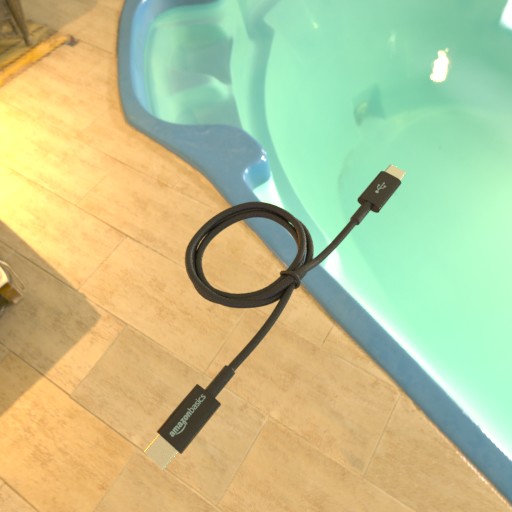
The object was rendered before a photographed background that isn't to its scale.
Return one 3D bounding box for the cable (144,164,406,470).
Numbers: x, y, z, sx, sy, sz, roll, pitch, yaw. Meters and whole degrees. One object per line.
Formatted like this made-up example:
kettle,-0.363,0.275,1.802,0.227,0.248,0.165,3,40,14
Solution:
cable,0.000,0.000,0.229,0.070,0.014,0.203,34,64,19
